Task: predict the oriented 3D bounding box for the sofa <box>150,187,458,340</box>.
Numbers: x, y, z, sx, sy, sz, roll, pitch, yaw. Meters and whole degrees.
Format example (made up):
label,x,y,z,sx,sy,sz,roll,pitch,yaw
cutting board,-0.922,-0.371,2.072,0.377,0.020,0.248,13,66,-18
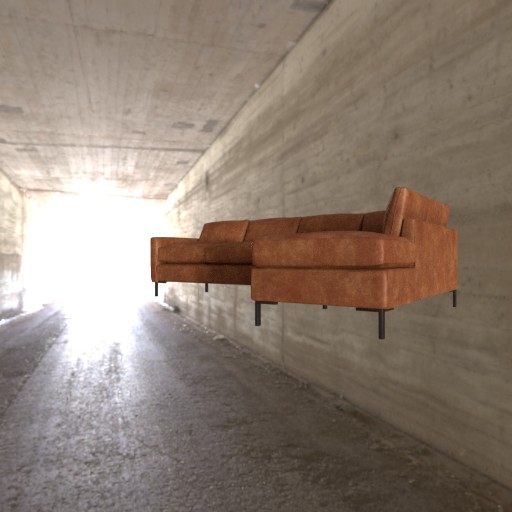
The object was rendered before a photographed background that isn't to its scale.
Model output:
label,x,y,z,sx,sy,sz,roll,pitch,yaw
sofa,0.000,0.000,3.885,2.984,0.877,1.938,0,0,35
